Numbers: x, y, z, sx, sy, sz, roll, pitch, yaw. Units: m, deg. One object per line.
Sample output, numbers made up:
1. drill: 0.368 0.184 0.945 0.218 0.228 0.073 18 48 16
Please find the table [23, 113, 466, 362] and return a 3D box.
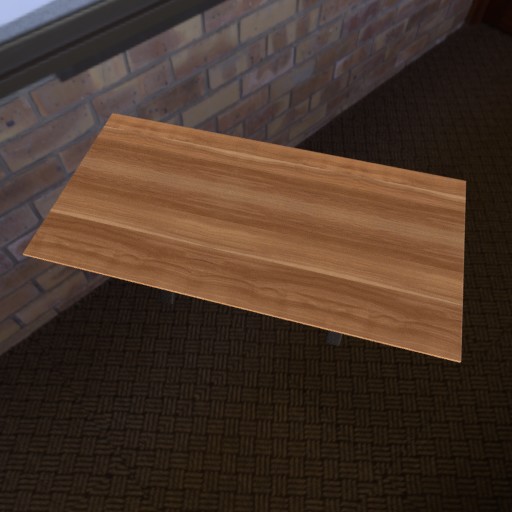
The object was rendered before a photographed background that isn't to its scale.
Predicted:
1. table: 0.000 0.000 2.524 2.000 0.770 1.000 13 59 8
